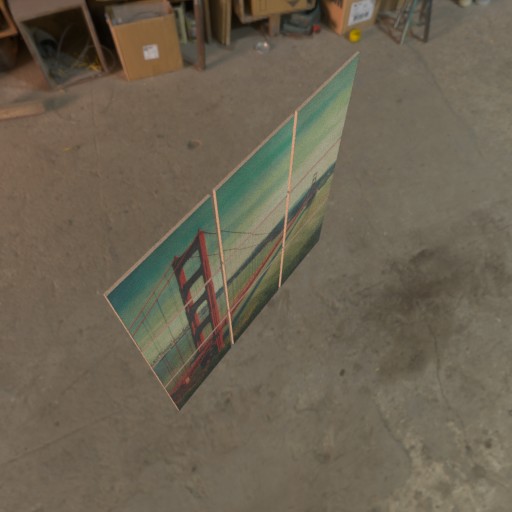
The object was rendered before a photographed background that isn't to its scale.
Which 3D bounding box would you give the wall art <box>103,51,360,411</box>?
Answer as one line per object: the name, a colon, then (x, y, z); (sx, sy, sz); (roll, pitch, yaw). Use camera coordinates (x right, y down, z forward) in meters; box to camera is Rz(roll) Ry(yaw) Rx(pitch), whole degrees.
wall art: (0.000, 0.000, 2.299); (0.014, 1.507, 1.519); (33, 64, 18)
